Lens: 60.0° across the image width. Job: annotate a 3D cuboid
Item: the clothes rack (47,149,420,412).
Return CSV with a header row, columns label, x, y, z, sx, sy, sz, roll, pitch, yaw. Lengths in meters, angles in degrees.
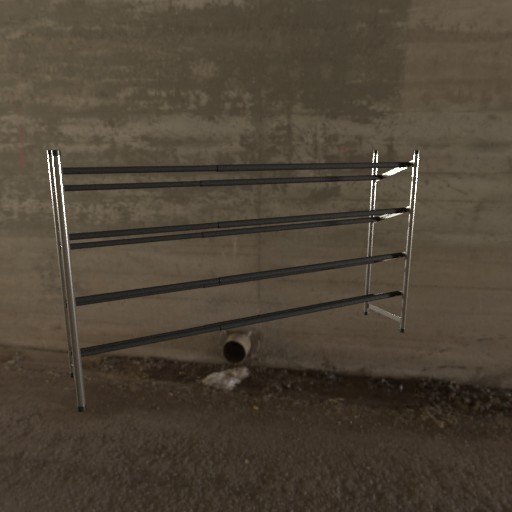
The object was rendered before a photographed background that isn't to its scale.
label,x,y,z,sx,sy,sz,roll,pitch,yaw
clothes rack,0.000,0.000,1.443,1.168,0.672,0.229,-7,15,-26
